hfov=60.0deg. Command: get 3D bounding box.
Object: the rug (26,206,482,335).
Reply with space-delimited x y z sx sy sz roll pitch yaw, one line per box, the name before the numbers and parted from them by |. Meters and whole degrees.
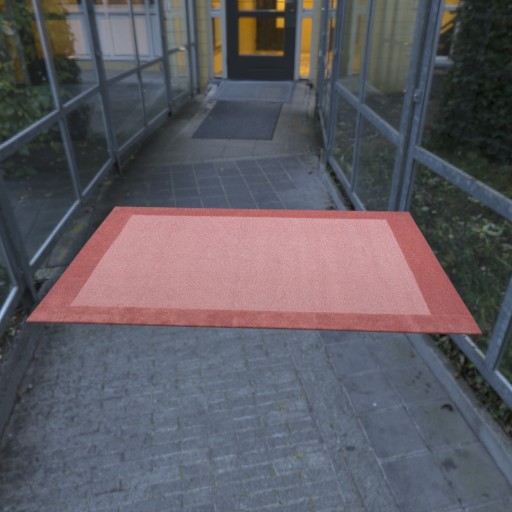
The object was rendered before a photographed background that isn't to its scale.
rug | 0.000 0.000 3.018 2.438 0.014 1.524 1 30 2
